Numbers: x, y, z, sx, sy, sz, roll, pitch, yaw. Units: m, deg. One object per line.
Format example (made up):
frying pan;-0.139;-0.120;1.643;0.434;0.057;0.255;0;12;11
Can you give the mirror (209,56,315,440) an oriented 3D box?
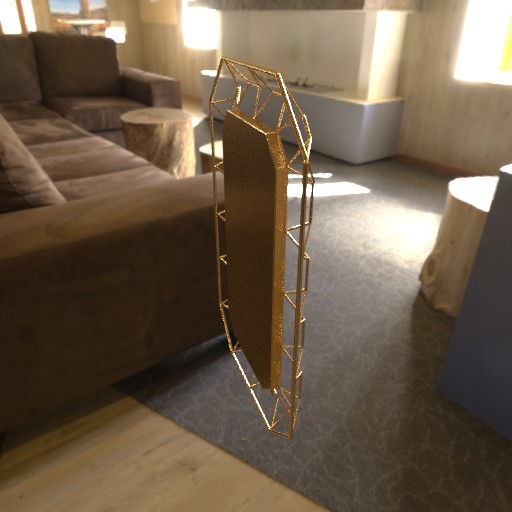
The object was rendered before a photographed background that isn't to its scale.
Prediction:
mirror;0.000;0.000;1.082;0.051;0.870;0.572;-10;30;-18
